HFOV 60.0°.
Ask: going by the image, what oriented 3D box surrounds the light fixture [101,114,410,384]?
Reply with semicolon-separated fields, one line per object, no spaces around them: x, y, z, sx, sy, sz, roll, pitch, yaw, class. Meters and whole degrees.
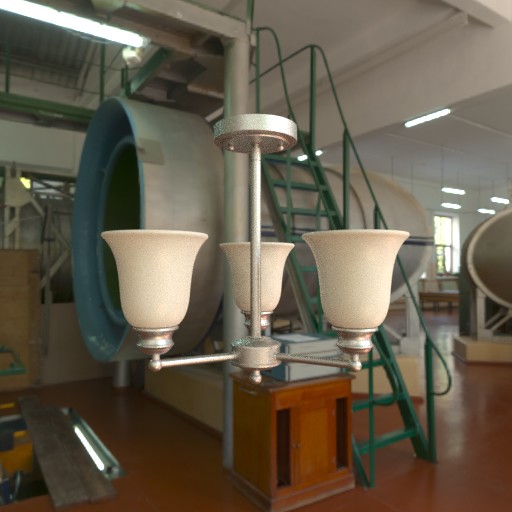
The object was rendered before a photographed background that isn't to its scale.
0.000;0.000;0.678;0.388;0.370;0.354;0;-2;1;light fixture
